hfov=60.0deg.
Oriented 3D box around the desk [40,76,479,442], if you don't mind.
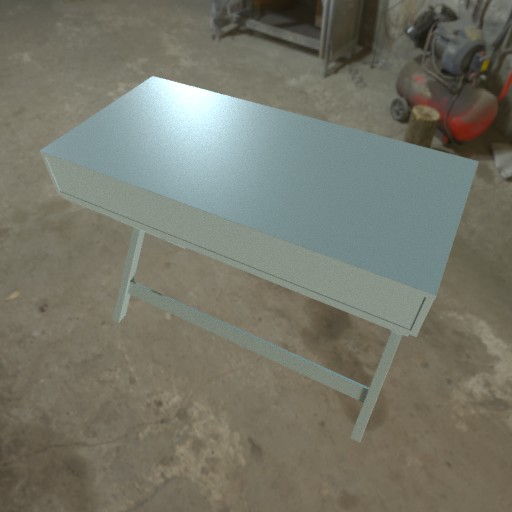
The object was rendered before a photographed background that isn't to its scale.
[{"bbox_3d":[0.000,0.000,1.465,1.059,0.780,0.509,21,51,19],"label":"desk"}]
